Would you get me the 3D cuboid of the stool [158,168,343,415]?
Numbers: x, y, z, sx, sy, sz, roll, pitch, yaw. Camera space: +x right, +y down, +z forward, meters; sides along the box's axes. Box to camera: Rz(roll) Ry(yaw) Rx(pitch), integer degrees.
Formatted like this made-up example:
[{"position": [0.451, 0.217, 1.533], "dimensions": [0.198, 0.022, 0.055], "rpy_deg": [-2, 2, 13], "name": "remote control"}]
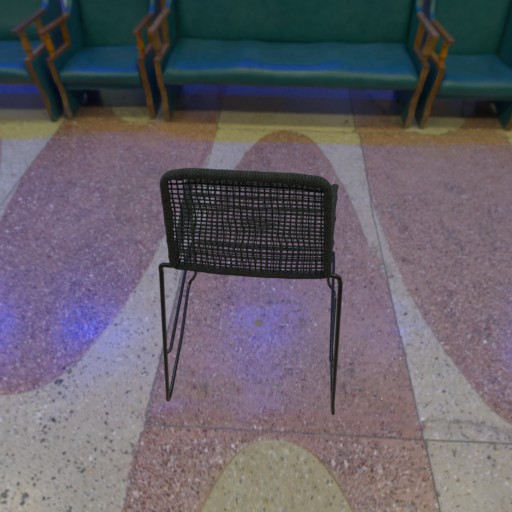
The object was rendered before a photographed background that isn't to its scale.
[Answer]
[{"position": [0.000, 0.000, 1.266], "dimensions": [0.590, 0.905, 0.509], "rpy_deg": [4, 46, 3], "name": "stool"}]
